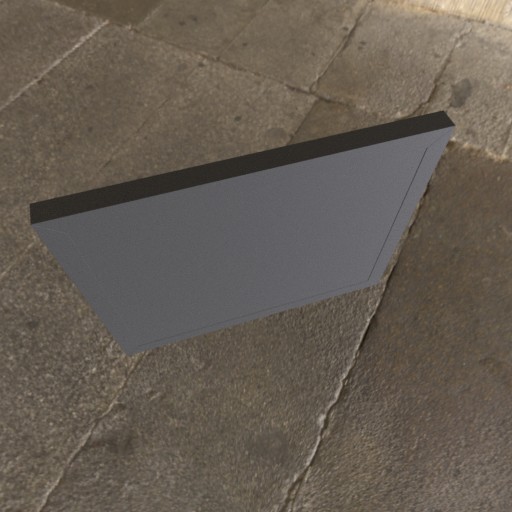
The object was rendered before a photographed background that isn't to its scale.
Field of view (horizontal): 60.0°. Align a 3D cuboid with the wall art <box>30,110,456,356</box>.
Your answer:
[{"bbox_3d":[0.000,0.000,0.549,0.404,0.329,0.024,-15,59,-9],"label":"wall art"}]
